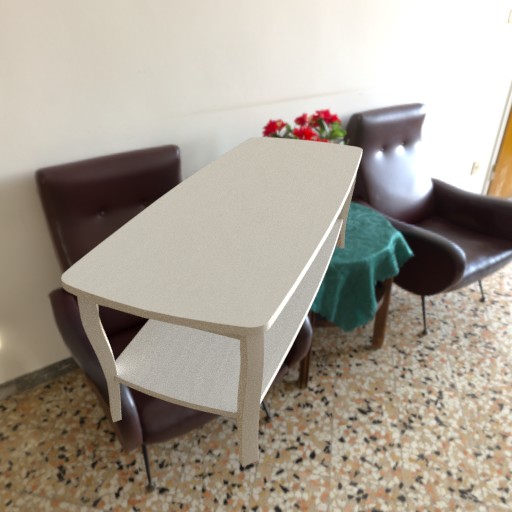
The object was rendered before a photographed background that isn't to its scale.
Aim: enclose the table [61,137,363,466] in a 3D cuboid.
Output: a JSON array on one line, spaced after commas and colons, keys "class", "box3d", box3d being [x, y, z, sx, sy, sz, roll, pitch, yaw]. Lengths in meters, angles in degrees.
[{"class": "table", "box3d": [0.000, 0.000, 1.577, 0.561, 0.474, 1.334, 11, 32, 17]}]
